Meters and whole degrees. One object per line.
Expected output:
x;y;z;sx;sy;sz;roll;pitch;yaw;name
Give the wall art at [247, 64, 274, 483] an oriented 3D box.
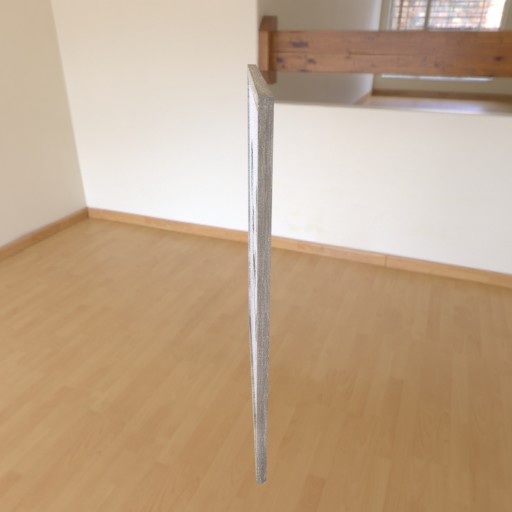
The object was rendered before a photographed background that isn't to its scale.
0.000;0.000;1.348;0.035;1.022;0.781;-1;27;-2;wall art
